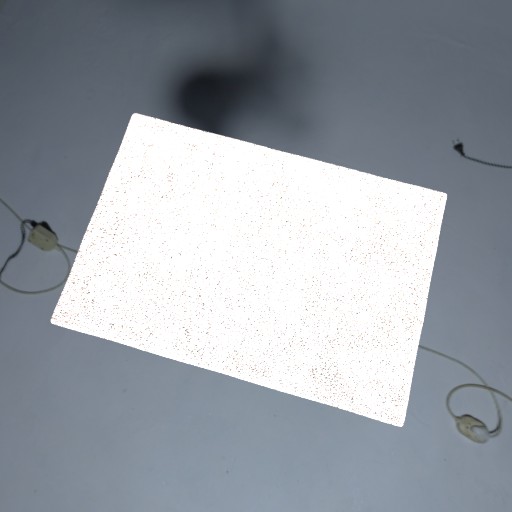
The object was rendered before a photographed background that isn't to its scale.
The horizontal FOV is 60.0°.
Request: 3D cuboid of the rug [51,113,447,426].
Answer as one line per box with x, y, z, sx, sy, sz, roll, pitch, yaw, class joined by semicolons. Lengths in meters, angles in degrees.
0.000;0.000;2.285;1.778;0.030;1.219;15;76;4;rug
